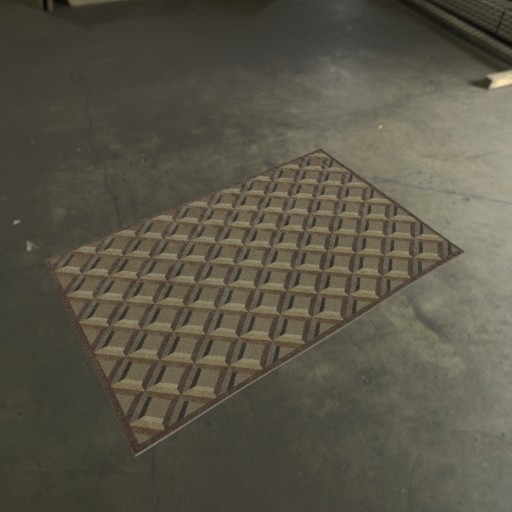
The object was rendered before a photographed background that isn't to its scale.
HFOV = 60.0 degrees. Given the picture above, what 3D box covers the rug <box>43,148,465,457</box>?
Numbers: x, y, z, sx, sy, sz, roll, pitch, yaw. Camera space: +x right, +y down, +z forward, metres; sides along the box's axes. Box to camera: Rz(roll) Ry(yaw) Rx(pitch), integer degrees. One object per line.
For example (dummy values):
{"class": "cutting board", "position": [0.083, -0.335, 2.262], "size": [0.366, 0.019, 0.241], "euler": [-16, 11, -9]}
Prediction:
{"class": "rug", "position": [0.000, 0.000, 2.075], "size": [1.677, 0.011, 1.066], "euler": [-26, 51, -23]}
